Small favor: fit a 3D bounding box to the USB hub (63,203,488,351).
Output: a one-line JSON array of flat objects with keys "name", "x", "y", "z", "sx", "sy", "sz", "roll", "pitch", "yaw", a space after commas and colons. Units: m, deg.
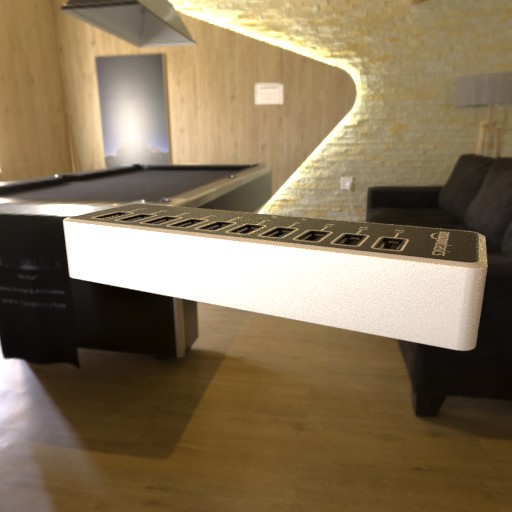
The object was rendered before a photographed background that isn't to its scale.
[{"name": "USB hub", "x": 0.000, "y": 0.000, "z": 0.159, "sx": 0.145, "sy": 0.023, "sz": 0.044, "roll": 7, "pitch": 17, "yaw": 25}]
